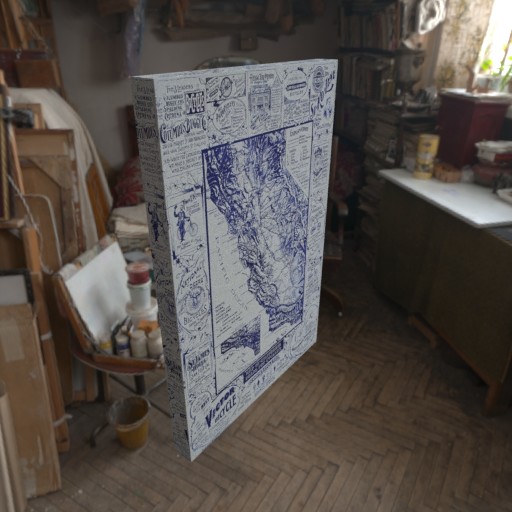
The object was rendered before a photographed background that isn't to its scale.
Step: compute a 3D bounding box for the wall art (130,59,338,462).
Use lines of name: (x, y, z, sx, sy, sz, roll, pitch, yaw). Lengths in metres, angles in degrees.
wall art: (0.000, 0.000, 0.476, 0.025, 0.376, 0.255, 19, 33, 33)
